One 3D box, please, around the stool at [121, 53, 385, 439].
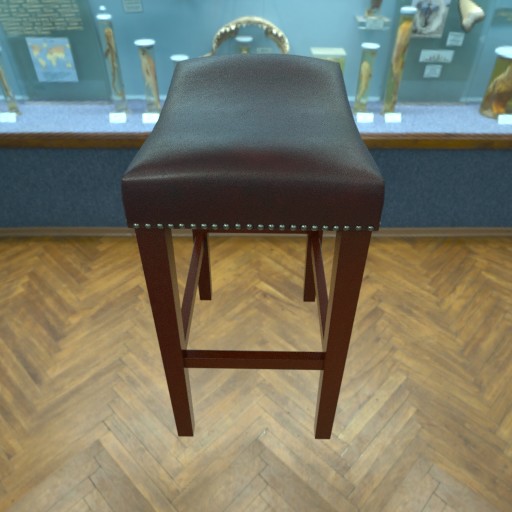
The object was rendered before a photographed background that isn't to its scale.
[{"bbox_3d":[0.000,0.000,1.000,0.372,0.742,0.504,1,41,1],"label":"stool"}]
